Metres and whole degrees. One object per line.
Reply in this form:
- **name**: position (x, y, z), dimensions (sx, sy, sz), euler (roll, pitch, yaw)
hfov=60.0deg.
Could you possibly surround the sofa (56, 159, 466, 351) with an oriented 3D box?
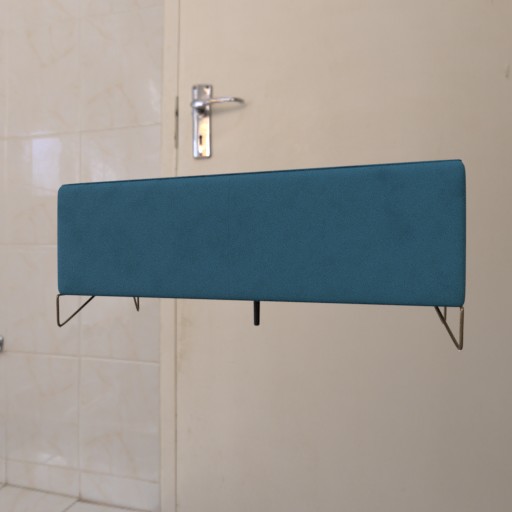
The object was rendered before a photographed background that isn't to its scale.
- **sofa**: position (0.000, 0.000, 2.511), dimensions (2.087, 0.789, 0.867), euler (0, 0, 18)
